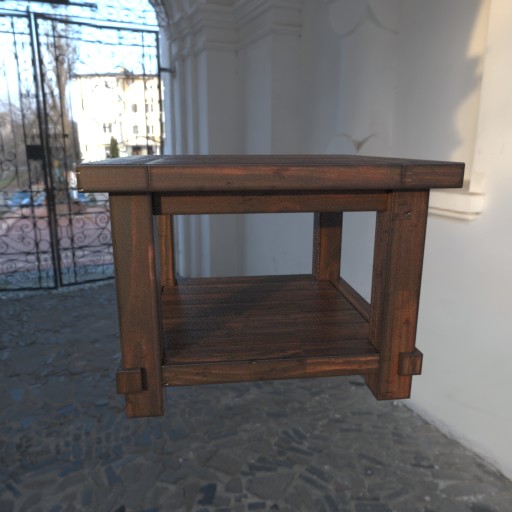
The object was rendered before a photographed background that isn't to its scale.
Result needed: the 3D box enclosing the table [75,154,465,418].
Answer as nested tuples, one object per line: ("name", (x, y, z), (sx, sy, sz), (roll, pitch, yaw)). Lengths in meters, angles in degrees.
("table", (0.000, 0.000, 1.008), (0.593, 0.437, 0.606), (-2, 14, -7))
